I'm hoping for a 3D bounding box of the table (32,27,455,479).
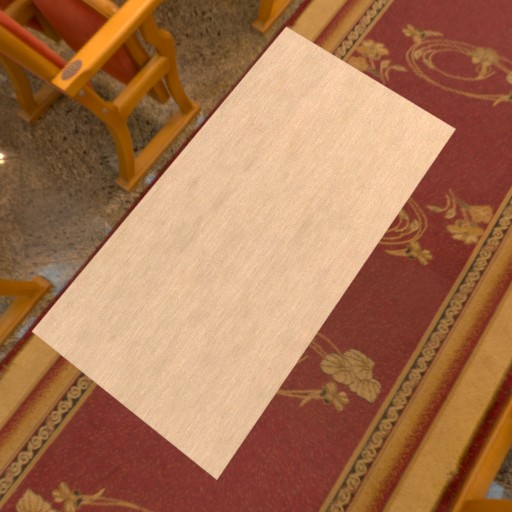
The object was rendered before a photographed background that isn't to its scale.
[{"bbox_3d":[0.000,0.000,1.902,0.729,0.874,1.397,35,79,8],"label":"table"}]
